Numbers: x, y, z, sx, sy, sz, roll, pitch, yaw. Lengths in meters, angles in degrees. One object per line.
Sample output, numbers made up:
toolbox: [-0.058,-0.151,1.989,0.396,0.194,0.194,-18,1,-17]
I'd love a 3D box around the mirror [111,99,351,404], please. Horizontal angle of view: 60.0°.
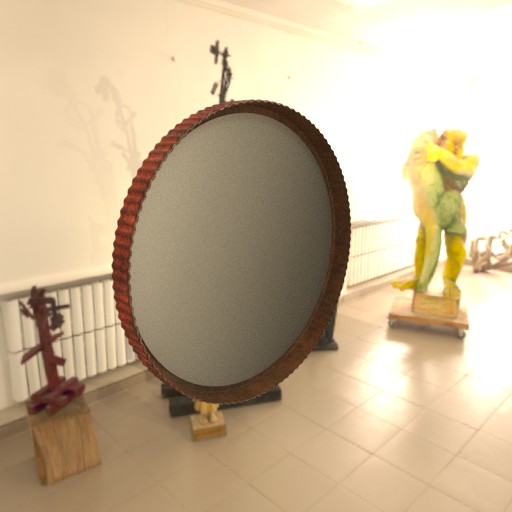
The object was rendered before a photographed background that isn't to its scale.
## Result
mirror: [0.000,0.000,0.915,0.609,0.609,0.056,-13,18,-43]
